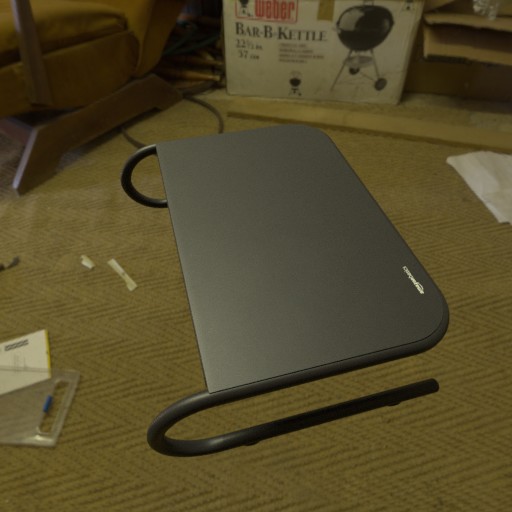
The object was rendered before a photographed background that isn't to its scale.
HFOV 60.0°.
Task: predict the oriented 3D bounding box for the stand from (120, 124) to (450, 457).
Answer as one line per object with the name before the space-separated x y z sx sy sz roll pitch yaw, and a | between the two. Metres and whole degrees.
stand | 0.000 0.000 0.504 0.280 0.108 0.370 -11 47 -10
